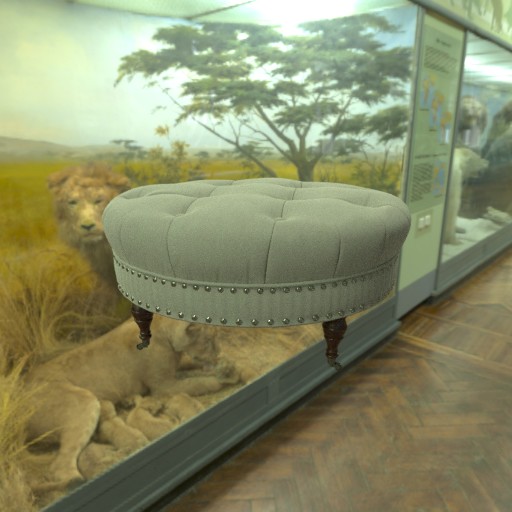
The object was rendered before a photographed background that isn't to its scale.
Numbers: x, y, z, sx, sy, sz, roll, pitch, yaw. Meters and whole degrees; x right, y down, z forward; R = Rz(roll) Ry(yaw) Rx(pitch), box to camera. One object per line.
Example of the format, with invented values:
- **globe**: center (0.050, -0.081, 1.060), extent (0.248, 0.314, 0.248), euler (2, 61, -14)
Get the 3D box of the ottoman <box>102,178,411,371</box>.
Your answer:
- **ottoman**: center (0.000, 0.000, 1.395), extent (0.901, 0.439, 0.901), euler (0, 16, 0)
